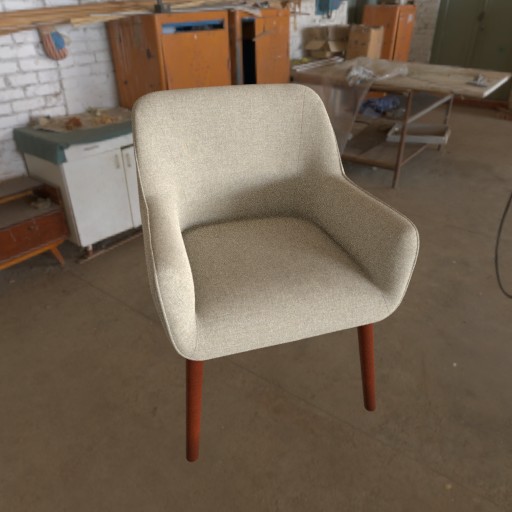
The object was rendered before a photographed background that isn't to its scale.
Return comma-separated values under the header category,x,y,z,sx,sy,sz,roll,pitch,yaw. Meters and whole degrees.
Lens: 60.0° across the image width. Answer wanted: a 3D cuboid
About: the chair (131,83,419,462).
category,x,y,z,sx,sy,sz,roll,pitch,yaw
chair,0.000,0.000,1.241,0.610,0.813,0.610,-9,32,-15
